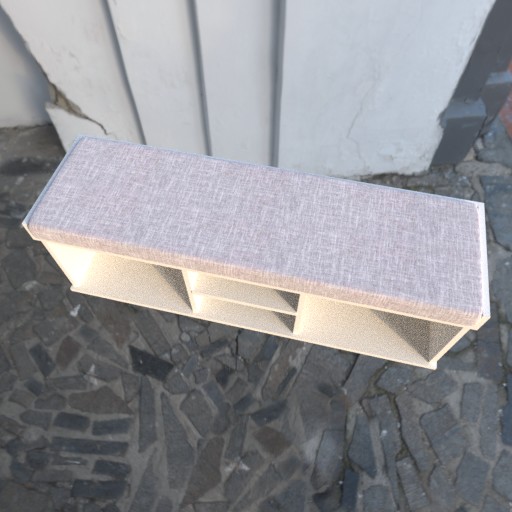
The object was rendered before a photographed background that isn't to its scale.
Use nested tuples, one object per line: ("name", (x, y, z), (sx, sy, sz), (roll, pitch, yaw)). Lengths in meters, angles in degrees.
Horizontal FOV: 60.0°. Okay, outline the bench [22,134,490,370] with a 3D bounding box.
("bench", (0.000, 0.000, 1.364), (1.196, 0.453, 0.363), (11, 58, 7))
